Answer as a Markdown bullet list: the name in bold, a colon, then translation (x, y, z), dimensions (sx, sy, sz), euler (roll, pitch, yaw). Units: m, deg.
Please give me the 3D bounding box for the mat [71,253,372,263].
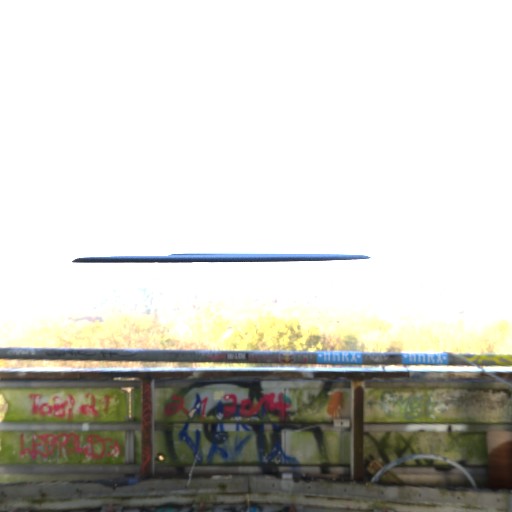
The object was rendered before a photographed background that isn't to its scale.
- **mat**: translation (0.000, 0.000, 1.844), dimensions (0.917, 0.016, 1.525), euler (0, 1, 1)
